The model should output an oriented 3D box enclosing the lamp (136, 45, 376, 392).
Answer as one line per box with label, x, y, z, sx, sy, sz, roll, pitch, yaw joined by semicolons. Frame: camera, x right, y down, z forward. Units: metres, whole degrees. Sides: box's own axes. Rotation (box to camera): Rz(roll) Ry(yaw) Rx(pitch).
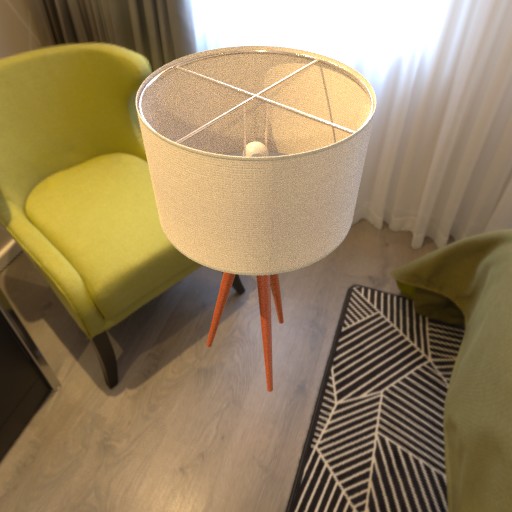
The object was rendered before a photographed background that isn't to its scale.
lamp;0.000;0.000;0.918;0.355;0.709;0.354;-8;46;-8
